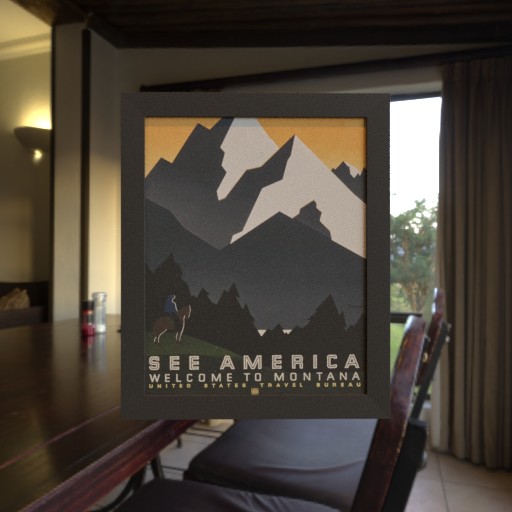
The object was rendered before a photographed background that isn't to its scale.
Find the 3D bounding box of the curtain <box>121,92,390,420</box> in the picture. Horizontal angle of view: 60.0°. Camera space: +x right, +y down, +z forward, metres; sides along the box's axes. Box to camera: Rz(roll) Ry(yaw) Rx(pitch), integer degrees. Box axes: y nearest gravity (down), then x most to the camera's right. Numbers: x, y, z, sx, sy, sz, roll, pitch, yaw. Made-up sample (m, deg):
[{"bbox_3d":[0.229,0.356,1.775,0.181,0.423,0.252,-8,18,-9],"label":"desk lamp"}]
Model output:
[{"bbox_3d":[0.000,0.000,0.807,0.483,0.585,0.027,0,0,-1],"label":"curtain"}]
